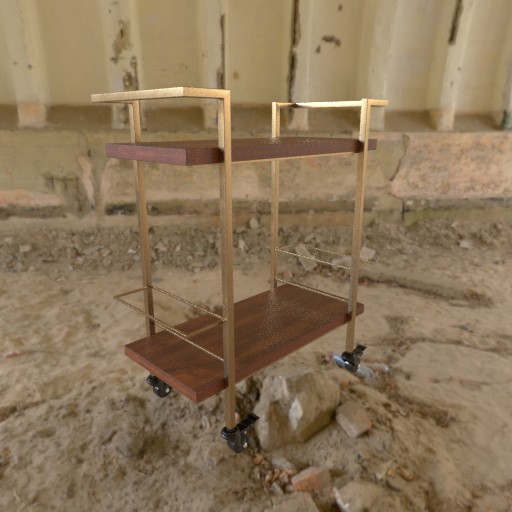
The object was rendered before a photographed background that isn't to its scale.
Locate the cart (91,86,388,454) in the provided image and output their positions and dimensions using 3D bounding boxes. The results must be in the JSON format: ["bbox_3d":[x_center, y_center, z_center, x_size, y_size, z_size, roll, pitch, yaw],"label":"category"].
[{"bbox_3d":[0.000,0.000,1.197,0.364,0.807,0.695,16,23,42],"label":"cart"}]
